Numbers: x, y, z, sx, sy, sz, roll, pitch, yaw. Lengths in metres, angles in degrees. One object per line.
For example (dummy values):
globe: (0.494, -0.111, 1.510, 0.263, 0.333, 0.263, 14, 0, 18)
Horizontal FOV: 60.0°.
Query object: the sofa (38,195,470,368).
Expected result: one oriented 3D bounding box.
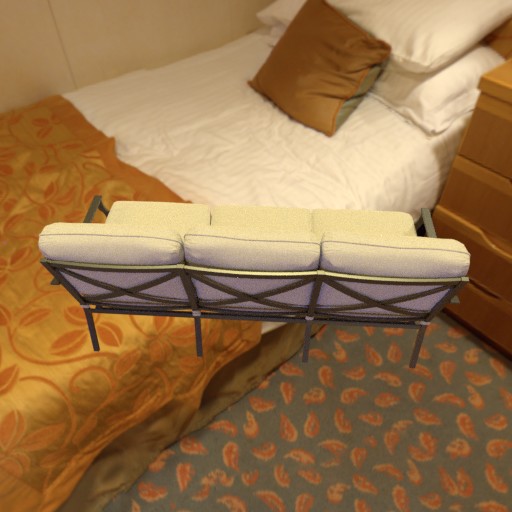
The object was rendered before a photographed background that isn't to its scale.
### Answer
sofa: (0.000, 0.000, 2.210, 1.740, 0.860, 0.787, 3, 47, 2)
